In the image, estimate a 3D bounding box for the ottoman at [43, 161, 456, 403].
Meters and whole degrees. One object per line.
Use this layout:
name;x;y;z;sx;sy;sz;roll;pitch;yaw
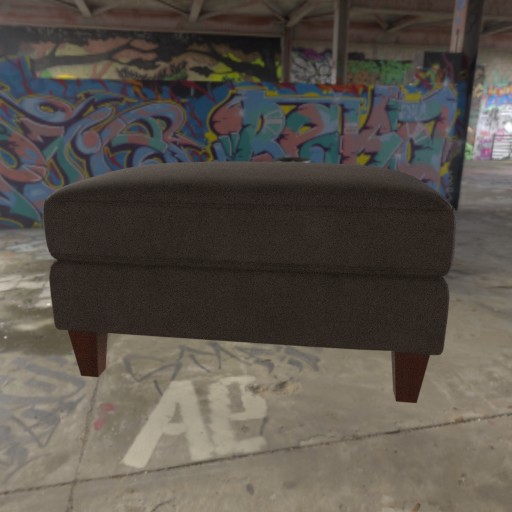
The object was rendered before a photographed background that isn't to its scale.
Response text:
ottoman;0.000;0.000;1.179;0.864;0.483;0.584;2;16;8
